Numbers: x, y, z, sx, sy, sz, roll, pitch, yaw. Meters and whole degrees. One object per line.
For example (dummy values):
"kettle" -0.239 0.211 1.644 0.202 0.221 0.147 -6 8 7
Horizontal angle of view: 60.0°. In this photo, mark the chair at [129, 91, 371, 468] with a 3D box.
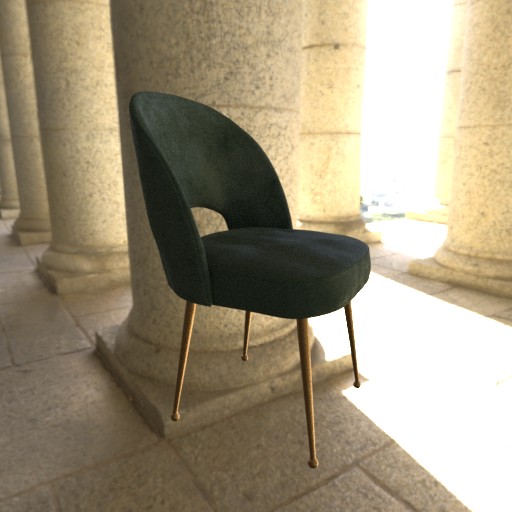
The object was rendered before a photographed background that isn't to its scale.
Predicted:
"chair" 0.000 0.000 1.200 0.577 0.860 0.527 7 15 26
